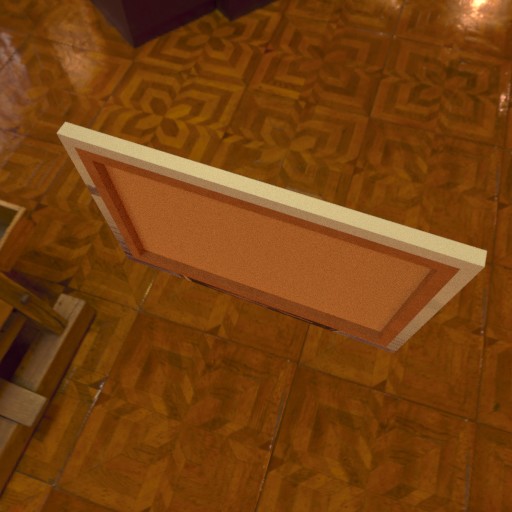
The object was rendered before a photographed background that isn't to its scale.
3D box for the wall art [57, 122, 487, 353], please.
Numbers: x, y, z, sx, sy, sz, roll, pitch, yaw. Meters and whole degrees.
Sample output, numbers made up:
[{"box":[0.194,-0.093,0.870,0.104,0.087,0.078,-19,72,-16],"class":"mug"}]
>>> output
[{"box":[0.000,0.000,1.168,0.916,0.609,0.037,19,64,9],"class":"wall art"}]
